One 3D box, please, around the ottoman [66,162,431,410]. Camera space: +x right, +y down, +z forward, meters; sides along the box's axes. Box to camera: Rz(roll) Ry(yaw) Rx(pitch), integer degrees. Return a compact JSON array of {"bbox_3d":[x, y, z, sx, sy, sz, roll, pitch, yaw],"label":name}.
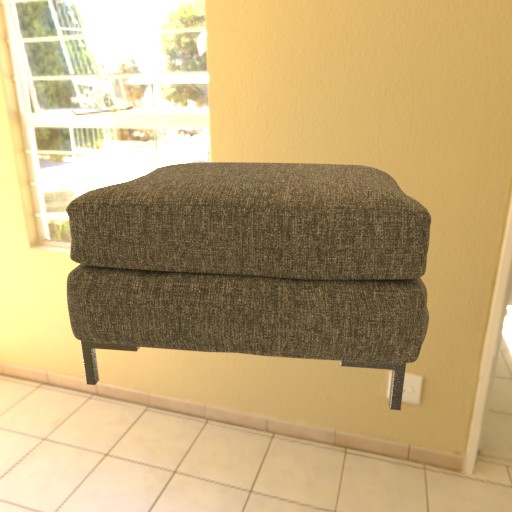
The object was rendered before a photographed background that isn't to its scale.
[{"bbox_3d":[0.000,0.000,1.232,0.828,0.480,0.683,2,18,7],"label":"ottoman"}]
